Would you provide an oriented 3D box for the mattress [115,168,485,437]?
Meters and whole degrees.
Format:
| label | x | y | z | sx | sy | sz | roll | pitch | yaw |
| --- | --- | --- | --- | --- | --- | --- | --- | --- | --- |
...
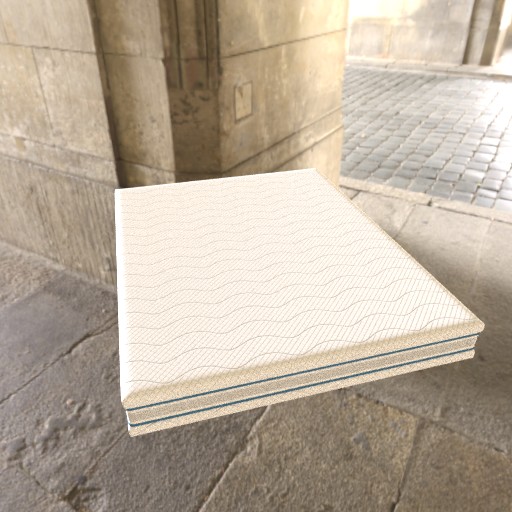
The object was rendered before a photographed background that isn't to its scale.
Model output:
| label | x | y | z | sx | sy | sz | roll | pitch | yaw |
| --- | --- | --- | --- | --- | --- | --- | --- | --- | --- |
| mattress | 0.000 | 0.000 | 2.691 | 1.600 | 0.230 | 2.000 | -9 | 33 | -13 |
